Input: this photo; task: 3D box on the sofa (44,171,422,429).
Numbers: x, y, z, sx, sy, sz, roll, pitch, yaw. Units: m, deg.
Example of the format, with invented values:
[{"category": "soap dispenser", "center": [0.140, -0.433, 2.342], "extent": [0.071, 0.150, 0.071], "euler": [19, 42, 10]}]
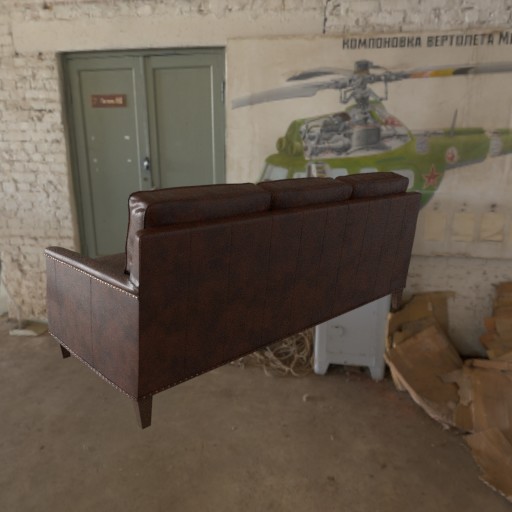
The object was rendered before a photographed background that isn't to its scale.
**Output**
[{"category": "sofa", "center": [0.000, 0.000, 2.781], "extent": [2.240, 1.003, 1.084], "euler": [-13, 19, -42]}]
